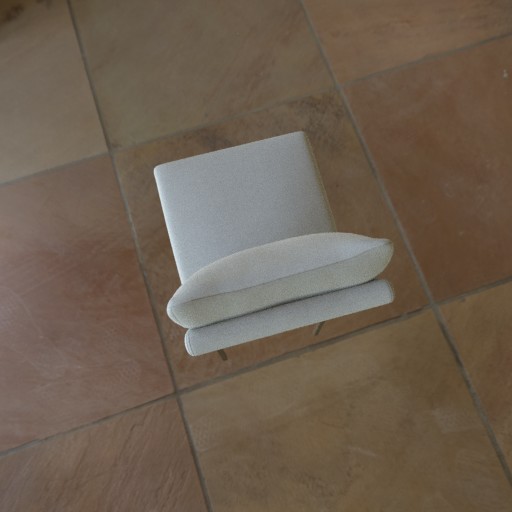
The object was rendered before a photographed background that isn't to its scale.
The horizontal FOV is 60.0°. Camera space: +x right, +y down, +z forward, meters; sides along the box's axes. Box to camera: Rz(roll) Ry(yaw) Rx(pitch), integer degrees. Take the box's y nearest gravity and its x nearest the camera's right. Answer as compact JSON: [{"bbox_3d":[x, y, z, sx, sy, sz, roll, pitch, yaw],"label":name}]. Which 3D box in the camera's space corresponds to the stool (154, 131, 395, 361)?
[{"bbox_3d":[0.000,0.000,1.407,0.463,1.125,0.572,-15,76,-4],"label":"stool"}]
